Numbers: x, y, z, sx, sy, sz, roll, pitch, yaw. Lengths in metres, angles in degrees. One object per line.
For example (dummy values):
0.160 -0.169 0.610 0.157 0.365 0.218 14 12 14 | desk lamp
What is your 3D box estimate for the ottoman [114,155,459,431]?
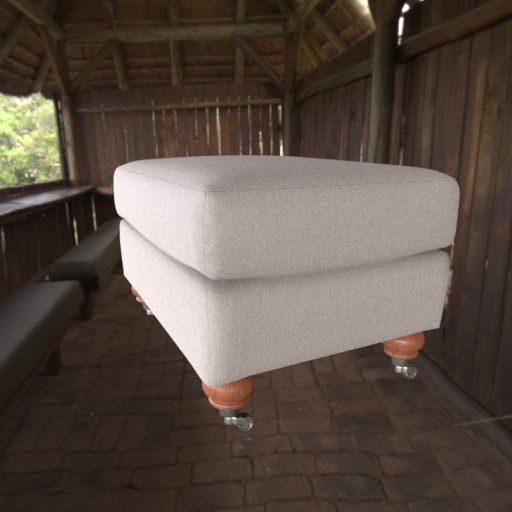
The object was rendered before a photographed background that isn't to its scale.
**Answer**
0.000 0.000 1.129 0.574 0.497 0.773 -7 16 -26 | ottoman
